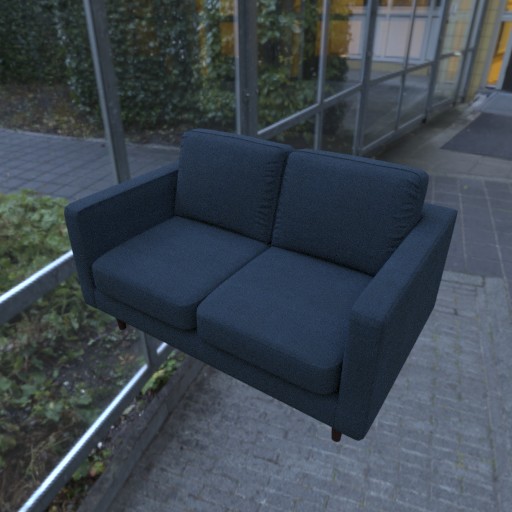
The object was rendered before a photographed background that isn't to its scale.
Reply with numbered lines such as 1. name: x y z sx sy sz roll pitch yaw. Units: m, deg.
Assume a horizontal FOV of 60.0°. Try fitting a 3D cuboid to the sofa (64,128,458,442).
1. sofa: 0.000 0.000 2.108 1.518 0.930 0.999 18 35 29
